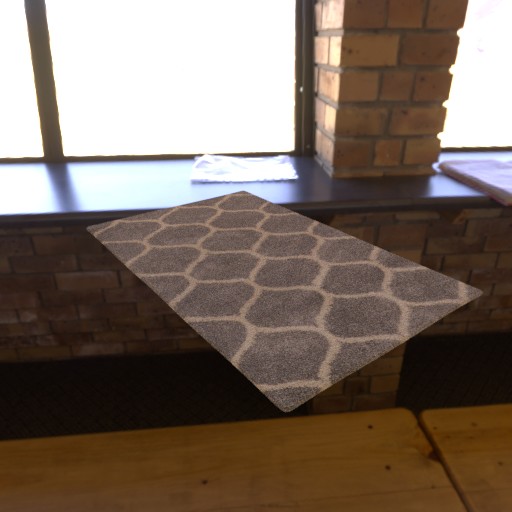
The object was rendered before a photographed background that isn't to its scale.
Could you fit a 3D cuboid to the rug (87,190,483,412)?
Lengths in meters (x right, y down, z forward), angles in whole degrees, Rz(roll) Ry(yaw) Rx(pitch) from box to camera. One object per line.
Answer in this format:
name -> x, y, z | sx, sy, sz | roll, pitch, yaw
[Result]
rug -> 0.000, 0.000, 2.972 | 1.501, 0.025, 2.348 | -19, 32, -33
